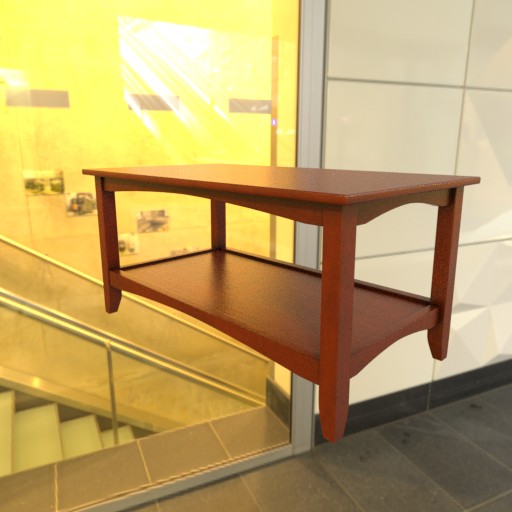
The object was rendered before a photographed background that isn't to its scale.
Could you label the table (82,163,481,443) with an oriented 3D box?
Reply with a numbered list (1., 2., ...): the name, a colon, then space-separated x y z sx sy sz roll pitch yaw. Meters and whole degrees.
1. table: 0.000 0.000 1.226 0.533 0.456 0.943 -14 20 -42
